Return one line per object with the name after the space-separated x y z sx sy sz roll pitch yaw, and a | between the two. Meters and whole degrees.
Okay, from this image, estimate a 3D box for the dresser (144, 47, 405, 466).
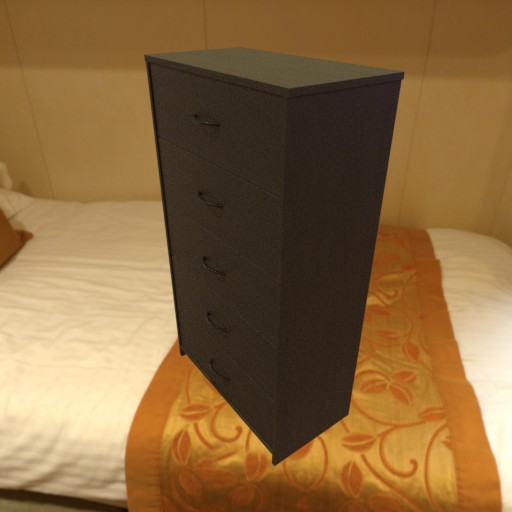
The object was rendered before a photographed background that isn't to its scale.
0.000 0.000 1.555 0.399 1.255 0.704 -21 37 -31 | dresser
